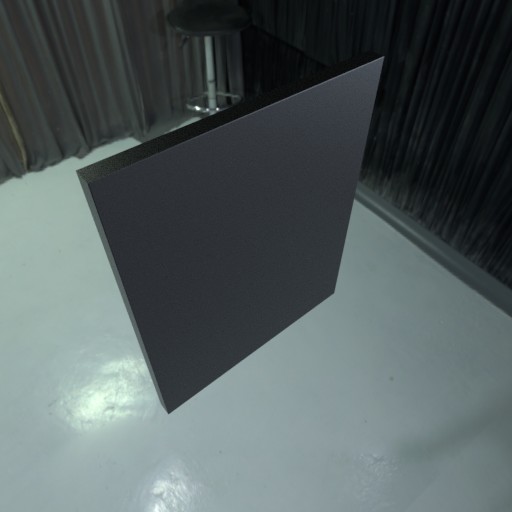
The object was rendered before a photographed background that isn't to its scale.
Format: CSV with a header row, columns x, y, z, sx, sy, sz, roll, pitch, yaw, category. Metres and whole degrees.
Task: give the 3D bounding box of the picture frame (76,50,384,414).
x,y,z,sx,sy,sz,roll,pitch,yaw,category
0.000,0.000,0.754,0.460,0.556,0.028,-31,55,-26,picture frame
